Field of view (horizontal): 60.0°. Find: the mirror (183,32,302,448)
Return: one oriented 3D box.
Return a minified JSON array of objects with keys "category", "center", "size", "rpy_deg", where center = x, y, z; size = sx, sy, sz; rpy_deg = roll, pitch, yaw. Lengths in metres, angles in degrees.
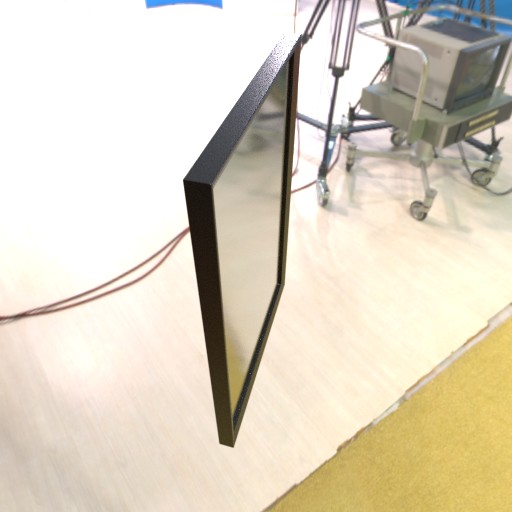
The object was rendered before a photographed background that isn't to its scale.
[{"category":"mirror","center":[0.000,0.000,0.917],"size":[0.039,0.710,0.507],"rpy_deg":[11,46,11]}]
